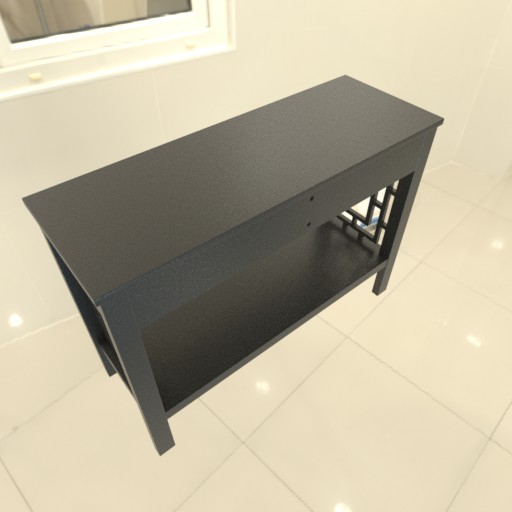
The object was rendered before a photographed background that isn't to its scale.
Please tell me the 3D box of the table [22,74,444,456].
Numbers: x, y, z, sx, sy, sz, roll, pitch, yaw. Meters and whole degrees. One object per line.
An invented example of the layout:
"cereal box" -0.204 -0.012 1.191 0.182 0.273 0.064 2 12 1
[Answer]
"table" 0.000 0.000 1.407 1.068 0.753 0.397 -30 52 -26
